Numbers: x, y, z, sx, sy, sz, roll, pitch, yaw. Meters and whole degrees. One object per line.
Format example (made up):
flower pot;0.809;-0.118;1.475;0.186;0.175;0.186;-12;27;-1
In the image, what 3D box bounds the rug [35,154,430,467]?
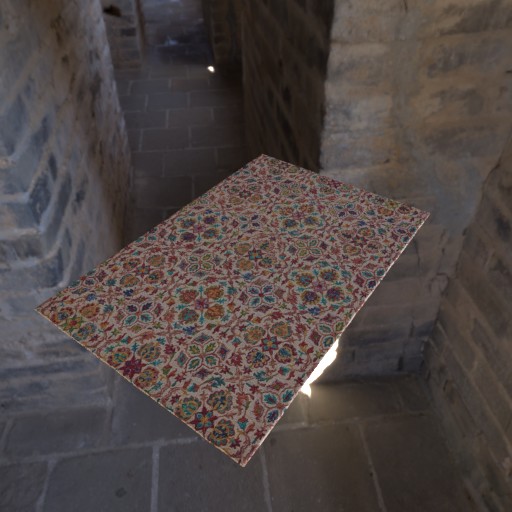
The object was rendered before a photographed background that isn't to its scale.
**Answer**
rug;0.000;0.000;2.951;1.541;0.018;2.297;26;48;26
